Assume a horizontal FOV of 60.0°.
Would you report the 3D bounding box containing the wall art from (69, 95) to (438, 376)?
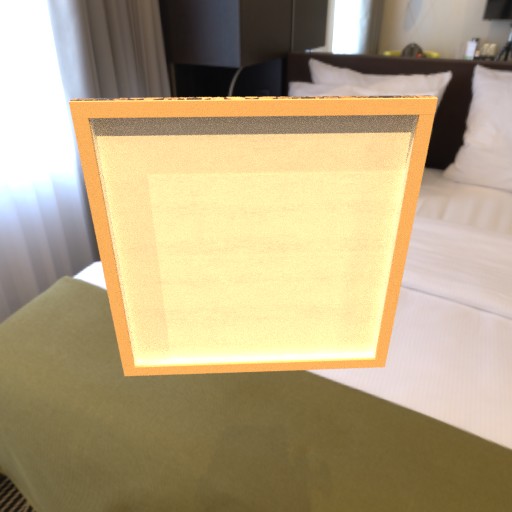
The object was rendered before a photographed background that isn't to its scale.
[{"bbox_3d":[0.000,0.000,1.338,0.914,0.914,0.038,-1,30,-2],"label":"wall art"}]
